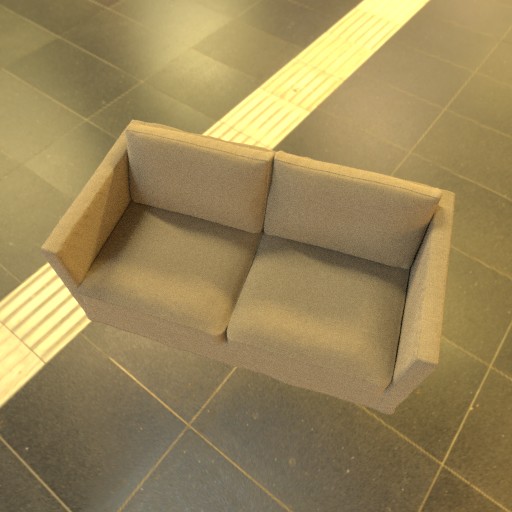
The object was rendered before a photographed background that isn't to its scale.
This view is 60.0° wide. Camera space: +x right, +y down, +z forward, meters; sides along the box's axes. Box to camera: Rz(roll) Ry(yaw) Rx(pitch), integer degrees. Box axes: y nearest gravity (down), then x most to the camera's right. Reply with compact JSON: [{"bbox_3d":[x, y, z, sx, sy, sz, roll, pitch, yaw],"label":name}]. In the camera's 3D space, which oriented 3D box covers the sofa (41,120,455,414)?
[{"bbox_3d":[0.000,0.000,2.281,1.766,0.828,0.956,15,58,10],"label":"sofa"}]
